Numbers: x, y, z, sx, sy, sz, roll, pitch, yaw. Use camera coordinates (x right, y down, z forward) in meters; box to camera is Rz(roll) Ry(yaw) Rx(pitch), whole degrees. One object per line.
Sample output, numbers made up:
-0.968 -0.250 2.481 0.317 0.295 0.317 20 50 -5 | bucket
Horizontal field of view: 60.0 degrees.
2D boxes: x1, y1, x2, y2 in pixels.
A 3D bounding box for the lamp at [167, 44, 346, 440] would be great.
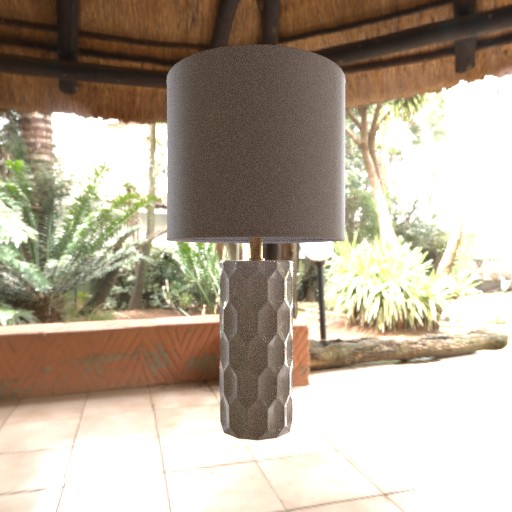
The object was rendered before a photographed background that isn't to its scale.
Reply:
0.000 0.000 0.699 0.277 0.537 0.277 0 0 -17 | lamp
